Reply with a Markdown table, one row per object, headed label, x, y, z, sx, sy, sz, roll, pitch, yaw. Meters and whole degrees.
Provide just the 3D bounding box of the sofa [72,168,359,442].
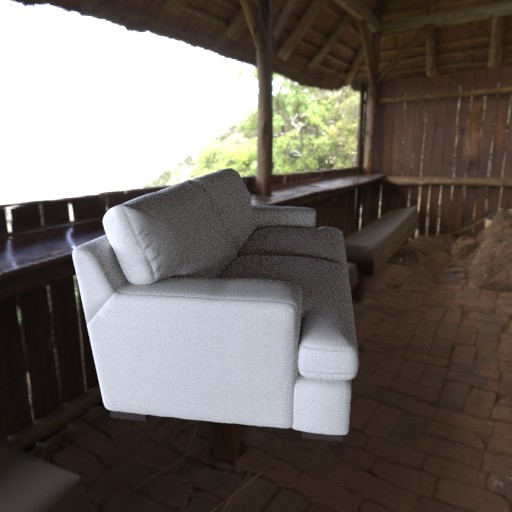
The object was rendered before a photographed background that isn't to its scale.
| label | x | y | z | sx | sy | sz | roll | pitch | yaw |
| --- | --- | --- | --- | --- | --- | --- | --- | --- | --- |
| sofa | 0.000 | 0.000 | 2.758 | 1.143 | 0.940 | 2.261 | 2 | 16 | 9 |
